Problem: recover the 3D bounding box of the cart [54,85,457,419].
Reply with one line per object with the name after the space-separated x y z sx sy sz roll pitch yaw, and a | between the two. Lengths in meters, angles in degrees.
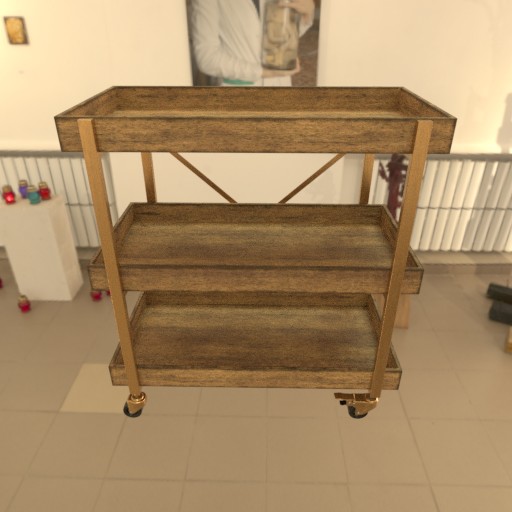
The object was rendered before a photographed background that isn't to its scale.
0.000 0.000 1.179 0.750 0.799 0.416 1 29 1 | cart
